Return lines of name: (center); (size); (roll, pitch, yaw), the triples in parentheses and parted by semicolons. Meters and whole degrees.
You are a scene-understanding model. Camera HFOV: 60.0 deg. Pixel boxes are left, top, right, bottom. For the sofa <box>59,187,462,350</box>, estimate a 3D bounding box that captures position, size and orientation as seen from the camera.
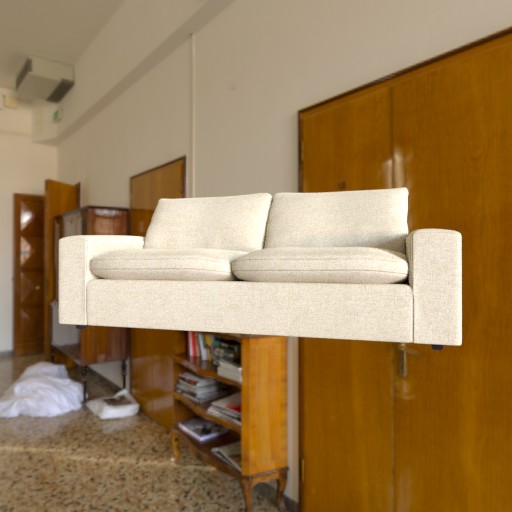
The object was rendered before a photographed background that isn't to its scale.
sofa: (0.000, 0.000, 2.837); (2.299, 0.922, 1.040); (0, 0, 18)
